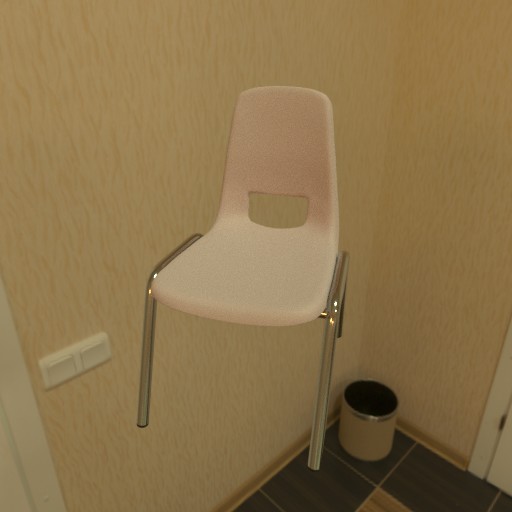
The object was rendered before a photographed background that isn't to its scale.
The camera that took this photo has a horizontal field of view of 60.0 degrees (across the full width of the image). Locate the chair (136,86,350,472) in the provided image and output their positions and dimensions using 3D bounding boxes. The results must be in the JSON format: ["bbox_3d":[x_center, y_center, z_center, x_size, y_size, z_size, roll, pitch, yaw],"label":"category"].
[{"bbox_3d":[0.000,0.000,0.855,0.354,0.586,0.423,7,26,15],"label":"chair"}]
